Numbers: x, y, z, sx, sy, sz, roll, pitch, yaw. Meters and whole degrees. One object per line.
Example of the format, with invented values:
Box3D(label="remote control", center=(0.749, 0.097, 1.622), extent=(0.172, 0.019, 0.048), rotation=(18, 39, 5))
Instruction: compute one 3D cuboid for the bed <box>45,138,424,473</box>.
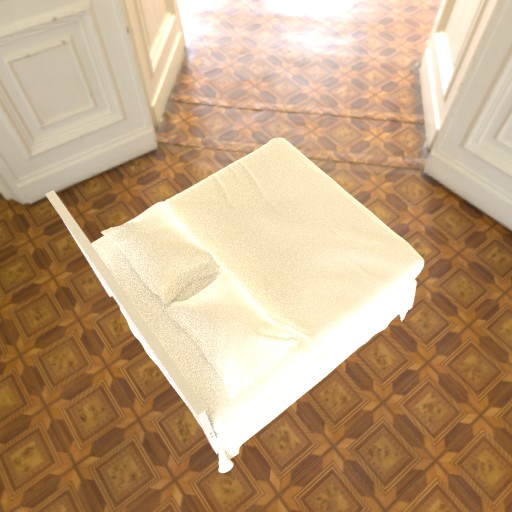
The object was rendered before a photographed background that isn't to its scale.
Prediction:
Box3D(label="bed", center=(0.000, 0.000, 3.202), extent=(2.047, 1.269, 1.876), rotation=(-34, 64, -19))
